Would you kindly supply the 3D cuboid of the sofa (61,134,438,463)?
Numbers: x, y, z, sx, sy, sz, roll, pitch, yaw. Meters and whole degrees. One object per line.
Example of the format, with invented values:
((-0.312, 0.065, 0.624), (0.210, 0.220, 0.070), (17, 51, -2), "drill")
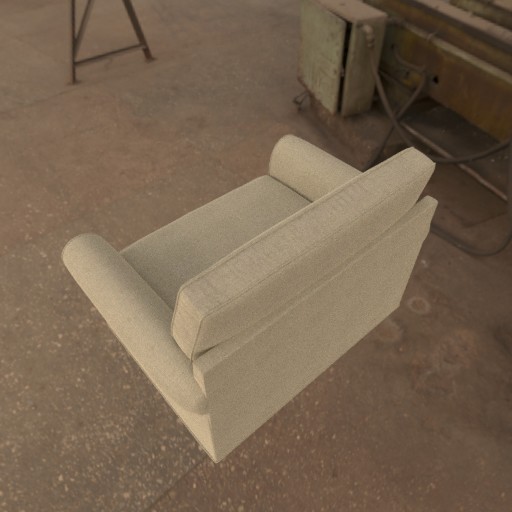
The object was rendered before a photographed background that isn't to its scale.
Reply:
((0.000, 0.000, 2.027), (1.405, 0.991, 0.936), (-32, 54, -27), "sofa")
